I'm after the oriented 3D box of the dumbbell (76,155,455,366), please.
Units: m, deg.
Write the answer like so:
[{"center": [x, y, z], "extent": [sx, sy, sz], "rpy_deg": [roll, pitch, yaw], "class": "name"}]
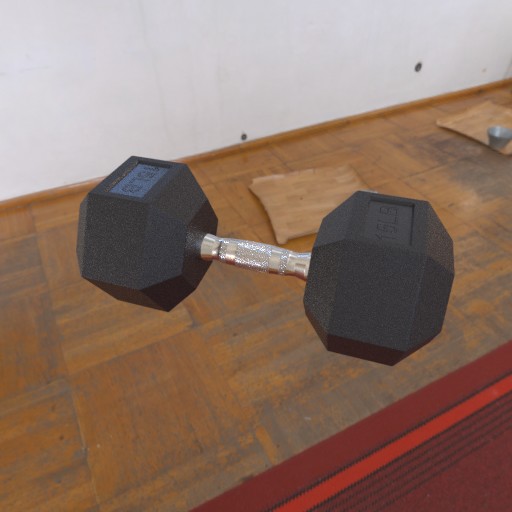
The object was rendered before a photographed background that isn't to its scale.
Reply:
[{"center": [0.000, 0.000, 0.342], "extent": [0.271, 0.106, 0.122], "rpy_deg": [11, 40, 14], "class": "dumbbell"}]
